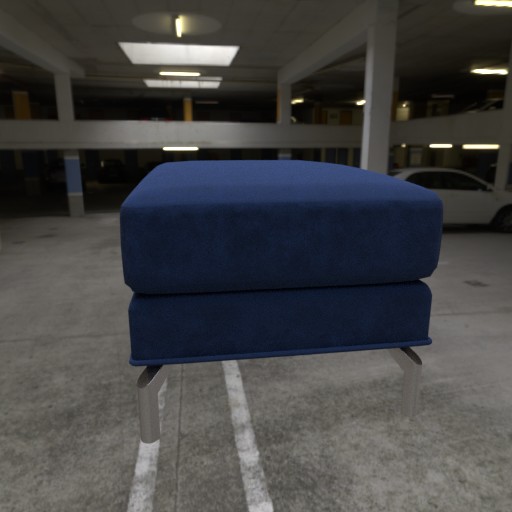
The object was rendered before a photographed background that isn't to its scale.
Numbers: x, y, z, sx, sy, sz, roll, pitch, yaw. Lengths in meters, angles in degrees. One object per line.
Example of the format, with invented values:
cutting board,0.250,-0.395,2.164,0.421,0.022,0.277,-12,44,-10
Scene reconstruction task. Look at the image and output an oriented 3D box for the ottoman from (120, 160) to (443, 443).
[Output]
ottoman,0.000,0.000,1.194,0.587,0.498,0.835,-2,14,-9
